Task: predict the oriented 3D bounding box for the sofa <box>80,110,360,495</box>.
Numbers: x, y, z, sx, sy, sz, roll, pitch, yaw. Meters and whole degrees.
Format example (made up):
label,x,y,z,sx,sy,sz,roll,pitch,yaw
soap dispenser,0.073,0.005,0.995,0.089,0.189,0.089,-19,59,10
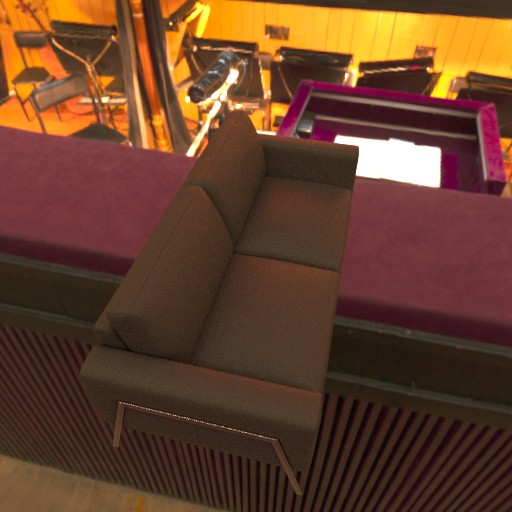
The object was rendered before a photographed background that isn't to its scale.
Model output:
label,x,y,z,sx,sy,sz,roll,pitch,yaw
sofa,0.000,0.000,2.458,0.953,0.875,2.017,10,45,10
